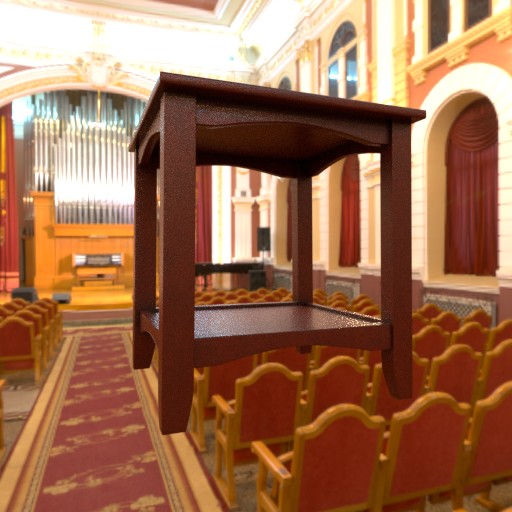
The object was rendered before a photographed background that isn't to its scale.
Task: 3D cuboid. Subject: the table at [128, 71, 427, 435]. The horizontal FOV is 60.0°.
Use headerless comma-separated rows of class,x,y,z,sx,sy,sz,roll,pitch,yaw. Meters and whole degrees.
table,0.000,0.000,0.987,0.523,0.558,0.522,0,1,-19
